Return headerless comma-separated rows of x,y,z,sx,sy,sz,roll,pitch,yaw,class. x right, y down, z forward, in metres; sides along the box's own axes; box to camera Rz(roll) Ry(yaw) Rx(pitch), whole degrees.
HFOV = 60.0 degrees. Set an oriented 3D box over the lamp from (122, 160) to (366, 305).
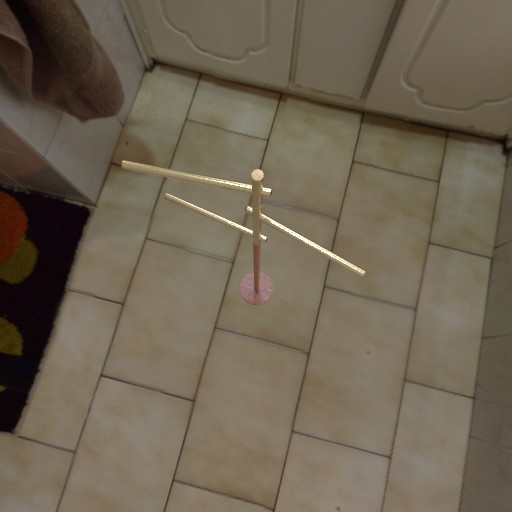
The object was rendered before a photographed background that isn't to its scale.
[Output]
0.000,0.000,1.919,0.737,1.704,0.209,17,77,4,lamp
